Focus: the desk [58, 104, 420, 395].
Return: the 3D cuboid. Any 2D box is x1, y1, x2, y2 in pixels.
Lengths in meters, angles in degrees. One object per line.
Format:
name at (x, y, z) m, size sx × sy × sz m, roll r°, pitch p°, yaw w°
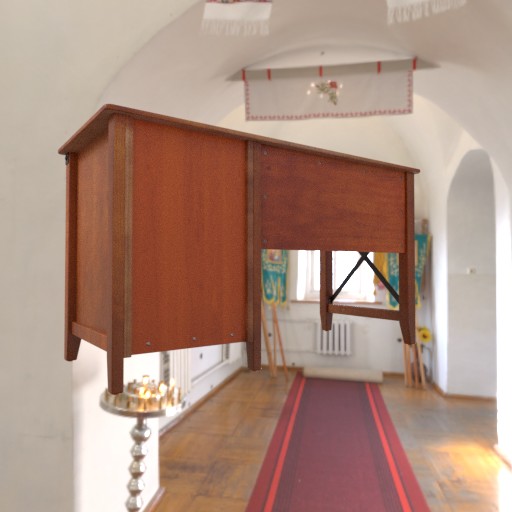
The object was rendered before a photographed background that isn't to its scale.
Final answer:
desk at (0.000, 0.000, 1.748) m, size 1.353 × 0.756 × 0.574 m, roll 1°, pitch -2°, yaw -36°
